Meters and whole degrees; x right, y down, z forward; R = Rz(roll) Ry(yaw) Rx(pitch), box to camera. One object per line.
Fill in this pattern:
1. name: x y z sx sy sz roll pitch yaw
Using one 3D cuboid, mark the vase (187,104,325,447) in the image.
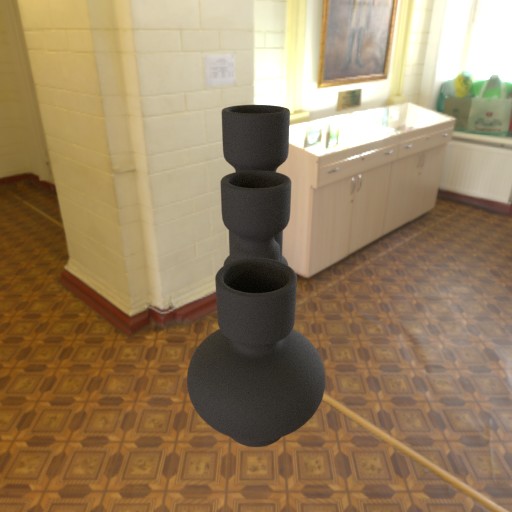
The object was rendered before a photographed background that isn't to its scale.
1. vase: 0.000 0.000 0.440 0.120 0.249 0.307 0 26 0
